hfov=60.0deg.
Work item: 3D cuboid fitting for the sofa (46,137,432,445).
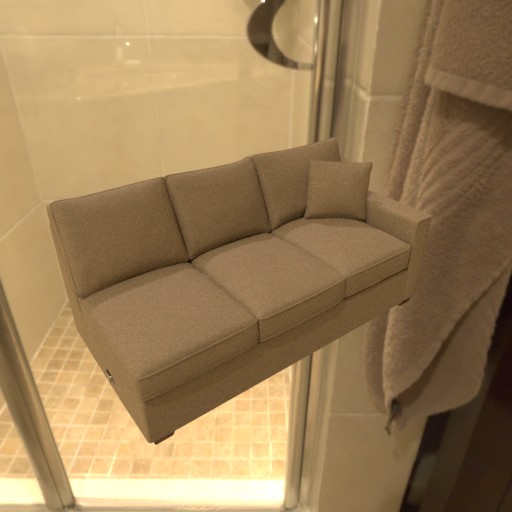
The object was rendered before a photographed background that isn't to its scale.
[{"bbox_3d":[0.000,0.000,2.588,1.963,0.946,1.034,-21,36,-31],"label":"sofa"}]
